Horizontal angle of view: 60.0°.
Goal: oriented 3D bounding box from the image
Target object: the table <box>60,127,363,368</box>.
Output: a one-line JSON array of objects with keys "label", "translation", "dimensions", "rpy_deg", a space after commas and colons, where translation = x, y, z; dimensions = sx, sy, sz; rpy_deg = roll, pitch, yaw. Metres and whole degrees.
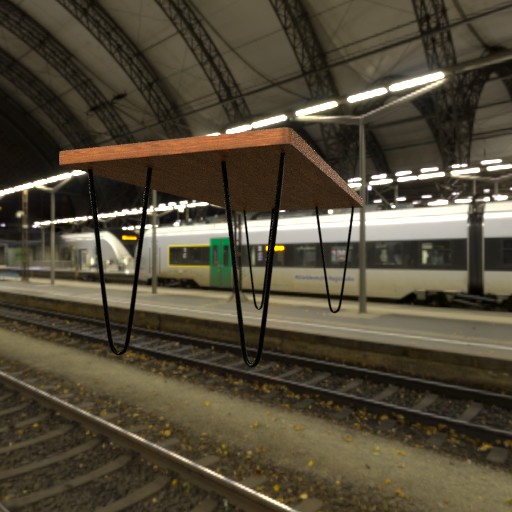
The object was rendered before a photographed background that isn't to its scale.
[{"label": "table", "translation": [0.000, 0.000, 2.295], "dimensions": [0.883, 0.753, 1.791], "rpy_deg": [0, 0, 20]}]
